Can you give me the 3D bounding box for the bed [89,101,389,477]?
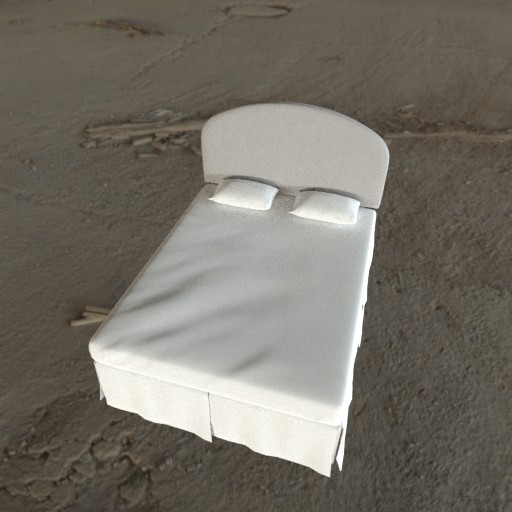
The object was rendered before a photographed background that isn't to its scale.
[{"bbox_3d":[0.000,0.000,3.027,1.607,1.410,2.005,11,41,13],"label":"bed"}]
